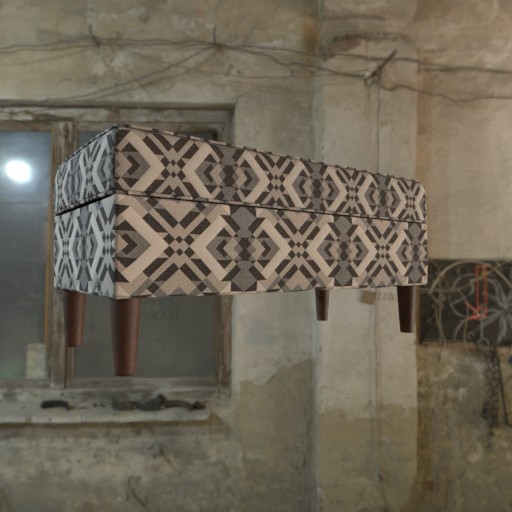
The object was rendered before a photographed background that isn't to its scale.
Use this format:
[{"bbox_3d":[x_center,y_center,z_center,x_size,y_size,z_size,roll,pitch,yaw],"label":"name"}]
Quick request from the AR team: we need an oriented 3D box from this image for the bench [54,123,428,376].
[{"bbox_3d":[0.000,0.000,1.290,1.016,0.477,0.492,1,-1,-36],"label":"bench"}]
